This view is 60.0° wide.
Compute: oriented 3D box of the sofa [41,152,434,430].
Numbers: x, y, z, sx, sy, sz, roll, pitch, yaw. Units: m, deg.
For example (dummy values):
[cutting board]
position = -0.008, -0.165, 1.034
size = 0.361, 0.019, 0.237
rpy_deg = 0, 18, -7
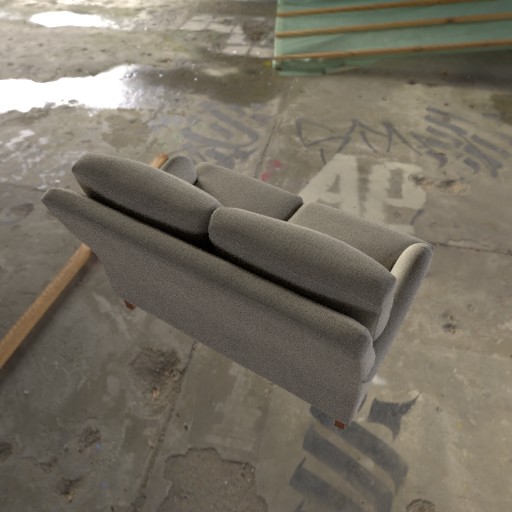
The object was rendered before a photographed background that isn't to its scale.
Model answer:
[sofa]
position = 0.000, 0.000, 2.148
size = 1.480, 0.999, 1.087
rpy_deg = 24, 50, 22
